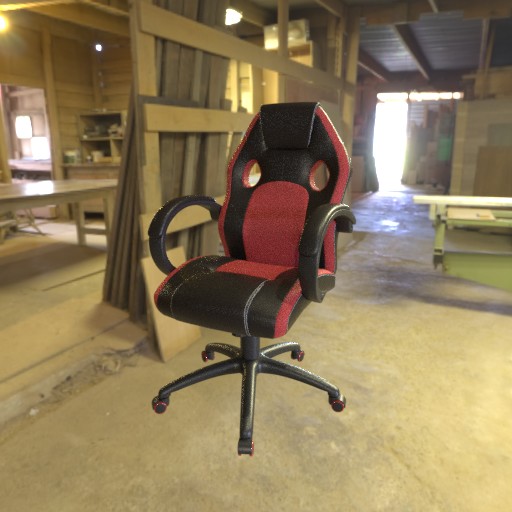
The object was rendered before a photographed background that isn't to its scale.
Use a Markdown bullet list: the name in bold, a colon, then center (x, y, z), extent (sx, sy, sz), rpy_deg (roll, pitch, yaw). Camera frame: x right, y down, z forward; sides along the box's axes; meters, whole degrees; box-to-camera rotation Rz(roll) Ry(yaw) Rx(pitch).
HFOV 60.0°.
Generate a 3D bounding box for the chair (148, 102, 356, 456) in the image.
- **chair**: center (0.000, 0.000, 1.723), extent (0.750, 1.189, 0.783), rpy_deg (7, 16, 27)
